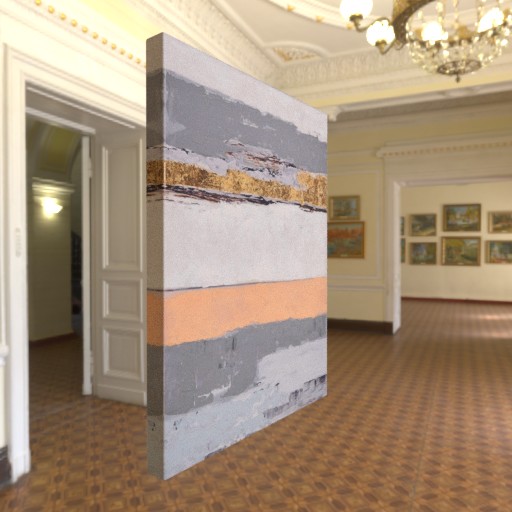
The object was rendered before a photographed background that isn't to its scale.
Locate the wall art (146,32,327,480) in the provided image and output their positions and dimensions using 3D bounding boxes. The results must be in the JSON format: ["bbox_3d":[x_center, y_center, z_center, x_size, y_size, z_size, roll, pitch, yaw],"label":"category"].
[{"bbox_3d":[0.000,0.000,0.790,0.038,0.609,0.456,1,1,38],"label":"wall art"}]
